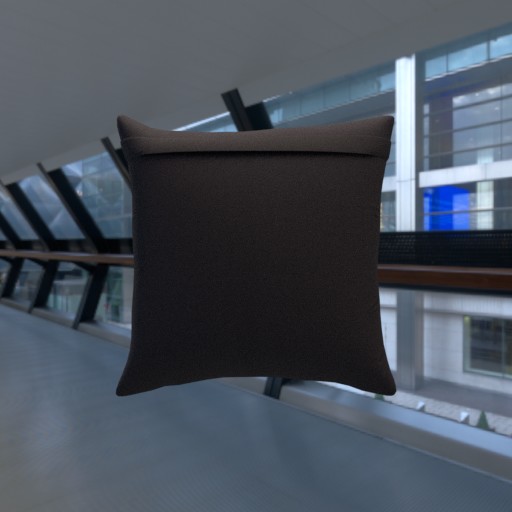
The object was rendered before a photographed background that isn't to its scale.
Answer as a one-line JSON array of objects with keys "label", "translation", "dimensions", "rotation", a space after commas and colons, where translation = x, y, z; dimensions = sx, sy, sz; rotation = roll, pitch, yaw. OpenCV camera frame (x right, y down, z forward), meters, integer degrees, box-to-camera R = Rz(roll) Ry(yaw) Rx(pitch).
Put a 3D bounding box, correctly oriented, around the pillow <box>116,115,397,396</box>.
[{"label": "pillow", "translation": [0.000, 0.000, 0.641], "dimensions": [0.405, 0.406, 0.173], "rotation": [0, 0, 0]}]
